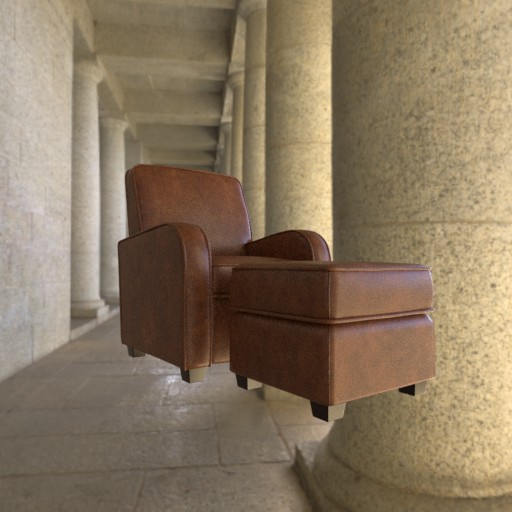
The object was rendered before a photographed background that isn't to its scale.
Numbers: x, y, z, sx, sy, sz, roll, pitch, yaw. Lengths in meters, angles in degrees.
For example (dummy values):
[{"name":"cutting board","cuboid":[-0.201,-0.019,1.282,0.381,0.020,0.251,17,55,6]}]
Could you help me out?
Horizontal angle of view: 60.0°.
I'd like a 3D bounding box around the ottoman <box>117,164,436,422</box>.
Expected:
[{"name":"ottoman","cuboid":[0.000,0.000,1.811,0.732,0.904,1.314,1,-1,-36]}]
